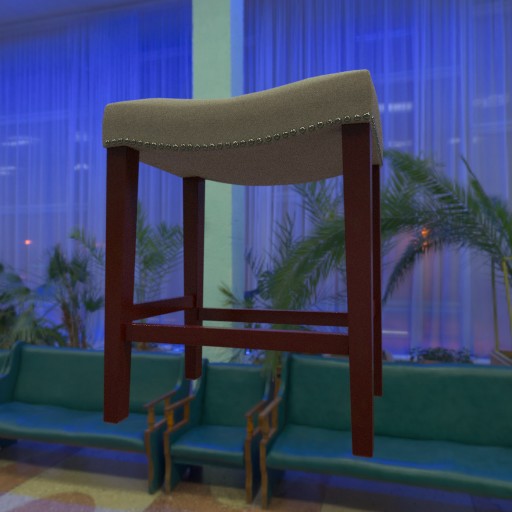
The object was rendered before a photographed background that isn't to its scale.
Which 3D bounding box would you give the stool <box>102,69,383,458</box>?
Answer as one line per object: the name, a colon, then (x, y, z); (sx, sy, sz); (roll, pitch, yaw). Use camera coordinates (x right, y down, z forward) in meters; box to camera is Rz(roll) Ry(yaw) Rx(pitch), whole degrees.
stool: (0.000, 0.000, 0.937); (0.509, 0.632, 0.375); (0, -1, 18)
